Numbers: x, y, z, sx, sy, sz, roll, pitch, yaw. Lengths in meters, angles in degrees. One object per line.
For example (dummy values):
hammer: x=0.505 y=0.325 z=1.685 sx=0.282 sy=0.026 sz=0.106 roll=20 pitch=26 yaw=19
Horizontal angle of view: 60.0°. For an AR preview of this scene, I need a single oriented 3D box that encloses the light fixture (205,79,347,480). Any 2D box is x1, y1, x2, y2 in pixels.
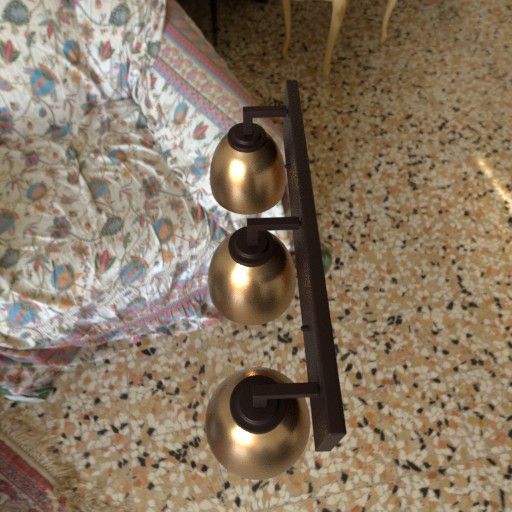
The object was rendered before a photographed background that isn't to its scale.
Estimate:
light fixture: x=0.000 y=0.000 z=0.660 sx=0.157 sy=0.204 sz=0.582 roll=-2 pitch=58 yaw=-1
